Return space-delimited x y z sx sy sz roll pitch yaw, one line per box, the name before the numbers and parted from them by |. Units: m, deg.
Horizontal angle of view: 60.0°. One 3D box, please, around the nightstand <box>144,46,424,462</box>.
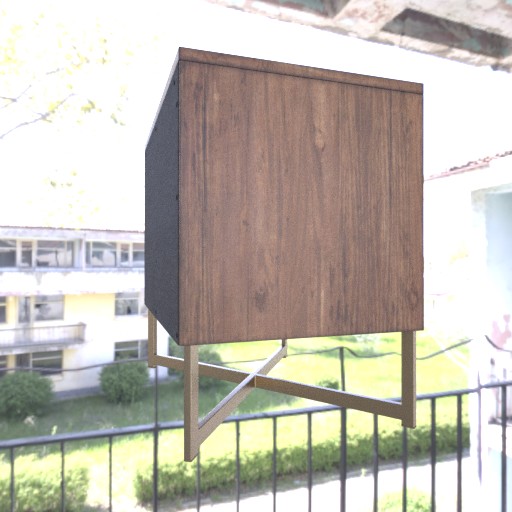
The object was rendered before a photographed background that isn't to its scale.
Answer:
nightstand | 0.000 0.000 1.003 0.446 0.610 0.610 0 0 -19
